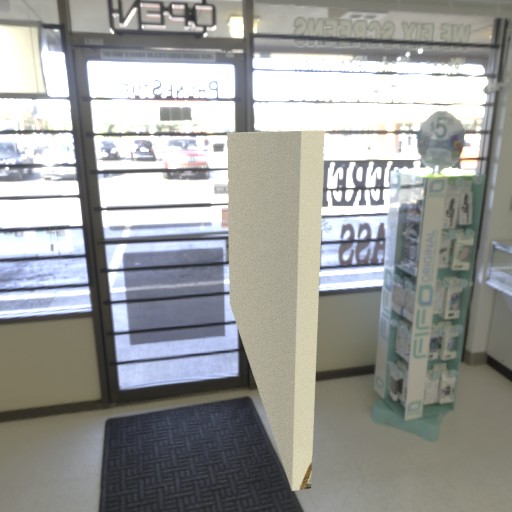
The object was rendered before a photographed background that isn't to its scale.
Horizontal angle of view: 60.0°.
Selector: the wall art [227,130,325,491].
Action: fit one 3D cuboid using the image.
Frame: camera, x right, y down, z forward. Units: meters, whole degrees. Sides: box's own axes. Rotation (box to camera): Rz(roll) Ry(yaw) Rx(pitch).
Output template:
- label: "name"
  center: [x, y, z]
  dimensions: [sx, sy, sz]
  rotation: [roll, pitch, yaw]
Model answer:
- label: "wall art"
  center: [0.000, 0.000, 1.117]
  dimensions: [0.038, 0.601, 0.898]
  rotation: [-3, 16, -10]
